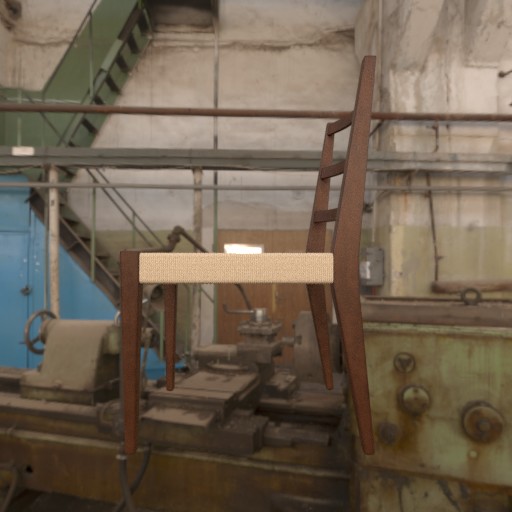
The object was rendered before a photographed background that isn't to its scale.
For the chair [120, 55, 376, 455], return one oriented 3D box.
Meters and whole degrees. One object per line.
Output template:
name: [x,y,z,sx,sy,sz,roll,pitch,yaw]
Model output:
chair: [0.000,0.000,1.128,0.551,0.813,0.480,0,-1,-1]
